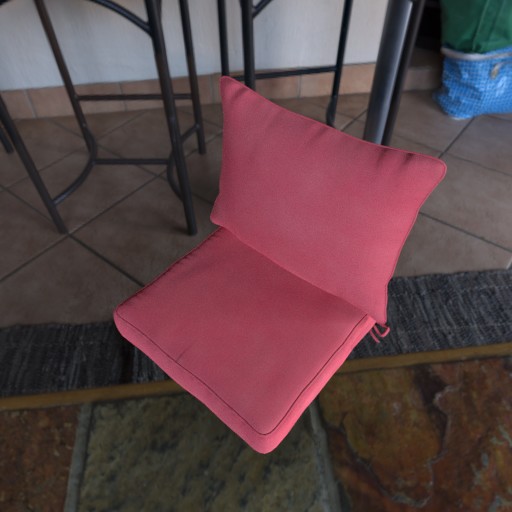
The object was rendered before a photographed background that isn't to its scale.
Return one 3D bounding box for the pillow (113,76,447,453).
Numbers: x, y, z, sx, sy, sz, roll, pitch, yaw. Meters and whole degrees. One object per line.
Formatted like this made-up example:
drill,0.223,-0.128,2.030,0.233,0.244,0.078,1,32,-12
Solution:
pillow,0.000,0.000,1.367,0.798,0.725,0.733,31,54,26
